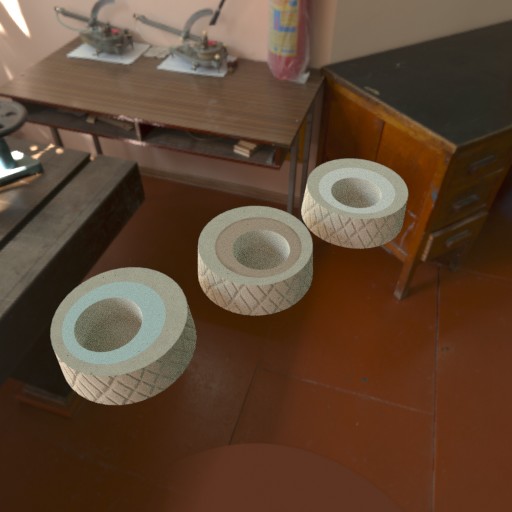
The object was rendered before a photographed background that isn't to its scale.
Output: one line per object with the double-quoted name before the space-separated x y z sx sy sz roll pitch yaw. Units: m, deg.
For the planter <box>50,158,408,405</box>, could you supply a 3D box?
"planter" 0.000 0.000 0.428 0.390 0.038 0.114 -30 52 -26
